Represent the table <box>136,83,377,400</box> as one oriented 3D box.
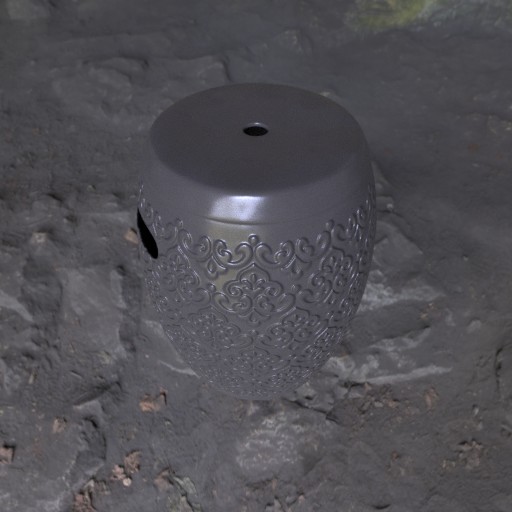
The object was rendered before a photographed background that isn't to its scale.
[{"bbox_3d":[0.000,0.000,0.620,0.309,0.397,0.309,0,46,0],"label":"table"}]
